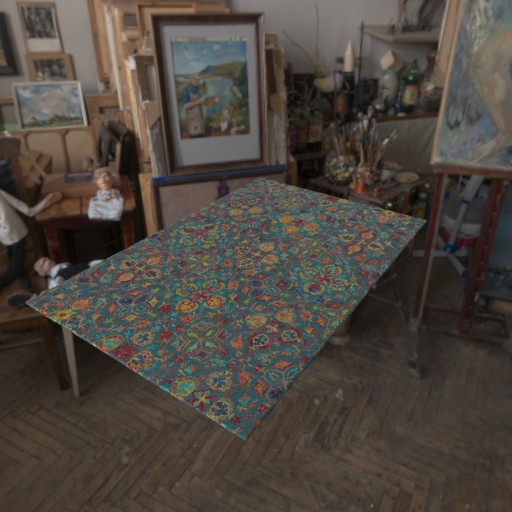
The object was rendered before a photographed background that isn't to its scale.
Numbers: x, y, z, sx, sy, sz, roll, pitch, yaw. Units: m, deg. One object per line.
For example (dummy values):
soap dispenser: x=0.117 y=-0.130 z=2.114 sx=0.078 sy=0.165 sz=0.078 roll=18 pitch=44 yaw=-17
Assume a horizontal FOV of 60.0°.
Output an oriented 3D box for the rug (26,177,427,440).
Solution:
rug: x=0.000 y=0.000 z=2.311 sx=1.216 sy=0.014 sz=1.836 roll=20 pitch=37 yaw=29
